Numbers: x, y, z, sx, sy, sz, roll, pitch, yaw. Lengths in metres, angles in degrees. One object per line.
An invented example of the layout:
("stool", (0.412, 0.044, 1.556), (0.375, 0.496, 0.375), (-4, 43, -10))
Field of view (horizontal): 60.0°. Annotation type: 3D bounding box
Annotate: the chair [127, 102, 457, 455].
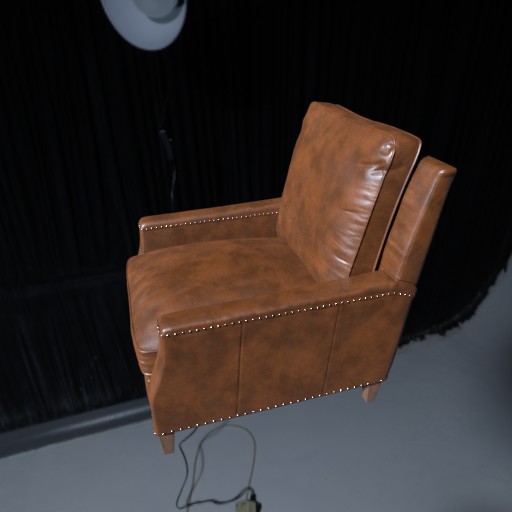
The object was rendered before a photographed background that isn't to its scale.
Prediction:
("chair", (0.000, 0.000, 1.782), (1.035, 1.054, 0.854), (-9, 31, -15))
